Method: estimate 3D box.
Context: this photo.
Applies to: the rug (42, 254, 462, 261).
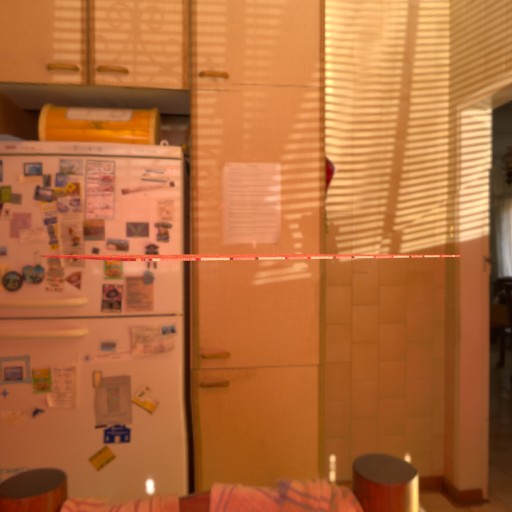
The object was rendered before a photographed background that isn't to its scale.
[{"bbox_3d":[0.000,0.000,2.299,1.817,0.008,1.223,0,1,-36],"label":"rug"}]
